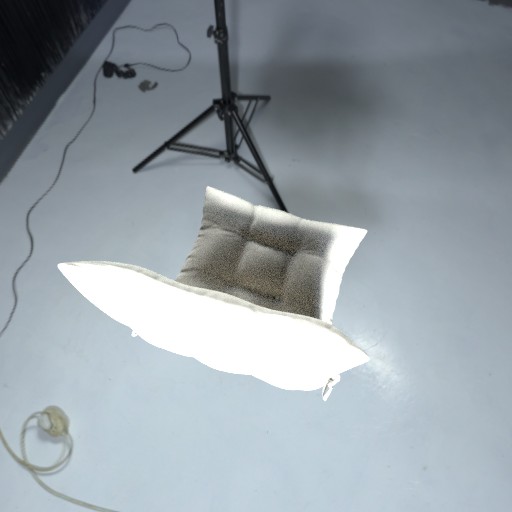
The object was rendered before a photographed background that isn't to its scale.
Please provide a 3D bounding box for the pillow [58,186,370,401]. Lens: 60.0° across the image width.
[{"bbox_3d":[0.000,0.000,1.012,0.541,0.536,0.585,16,63,8],"label":"pillow"}]
